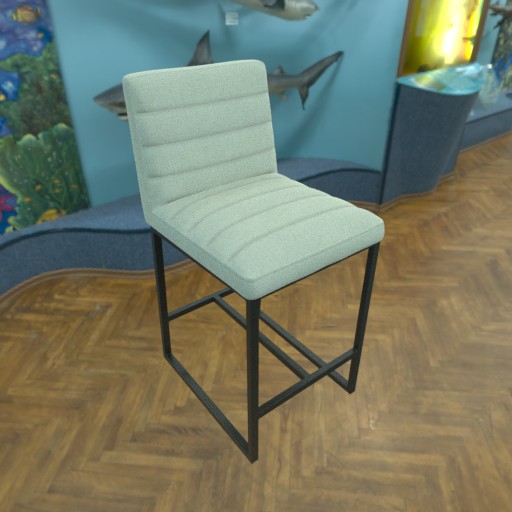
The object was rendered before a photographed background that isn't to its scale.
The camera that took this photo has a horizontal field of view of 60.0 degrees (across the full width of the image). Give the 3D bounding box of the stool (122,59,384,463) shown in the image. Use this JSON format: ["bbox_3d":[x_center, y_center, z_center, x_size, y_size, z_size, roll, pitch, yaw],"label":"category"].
[{"bbox_3d":[0.000,0.000,1.292,0.459,0.971,0.567,-22,38,-31],"label":"stool"}]
